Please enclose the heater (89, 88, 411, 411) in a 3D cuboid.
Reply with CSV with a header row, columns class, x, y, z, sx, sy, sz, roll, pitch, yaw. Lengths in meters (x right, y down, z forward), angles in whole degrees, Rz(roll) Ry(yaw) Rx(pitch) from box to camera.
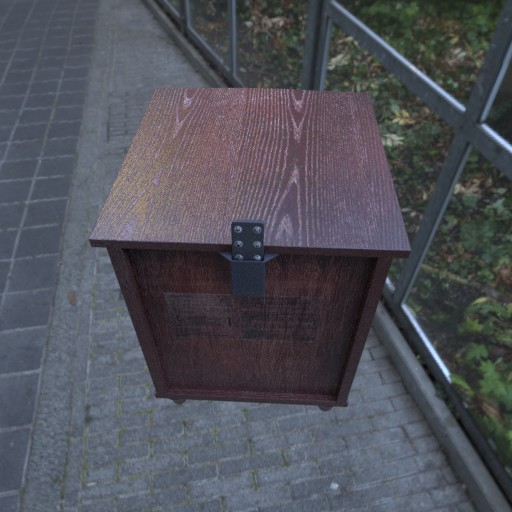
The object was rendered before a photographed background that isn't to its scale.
class,x,y,z,sx,sy,sz,roll,pitch,yaw
heater,0.000,0.000,0.766,0.362,0.481,0.400,2,46,2
